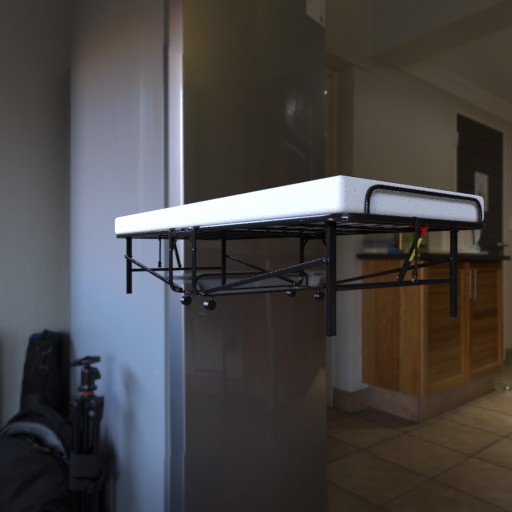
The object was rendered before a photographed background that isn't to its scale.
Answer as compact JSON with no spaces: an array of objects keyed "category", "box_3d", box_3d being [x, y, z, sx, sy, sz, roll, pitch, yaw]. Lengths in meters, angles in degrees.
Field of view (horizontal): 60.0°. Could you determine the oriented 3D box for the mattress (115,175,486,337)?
[{"category":"mattress","box_3d":[0.000,0.000,2.457,0.922,0.519,2.153,0,1,-36]}]
